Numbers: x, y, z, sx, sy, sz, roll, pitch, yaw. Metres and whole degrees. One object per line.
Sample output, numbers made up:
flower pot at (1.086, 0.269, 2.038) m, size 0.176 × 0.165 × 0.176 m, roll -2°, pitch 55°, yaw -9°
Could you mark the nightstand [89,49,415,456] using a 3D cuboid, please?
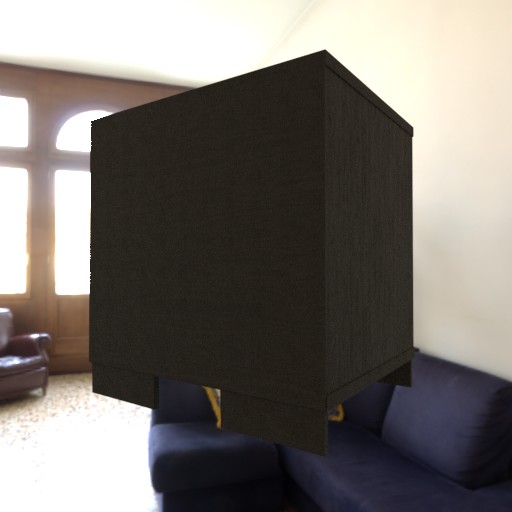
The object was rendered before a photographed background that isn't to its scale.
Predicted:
nightstand at (0.000, 0.000, 0.746) m, size 0.427 × 0.448 × 0.347 m, roll -1°, pitch -1°, yaw 35°
